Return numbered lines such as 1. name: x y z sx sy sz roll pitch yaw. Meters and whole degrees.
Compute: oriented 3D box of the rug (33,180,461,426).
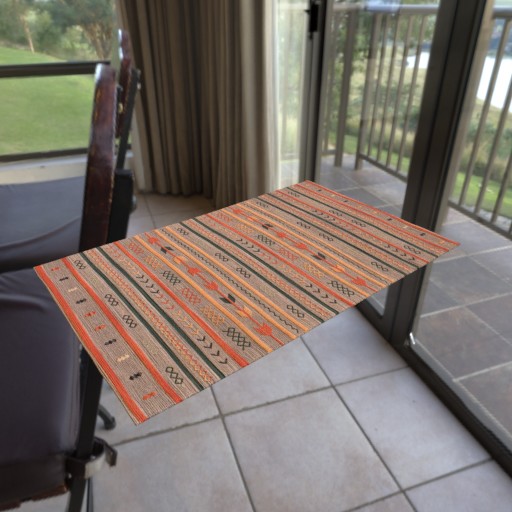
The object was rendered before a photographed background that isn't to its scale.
1. rug: 0.000 0.000 2.964 2.439 0.029 1.537 -22 37 -32
